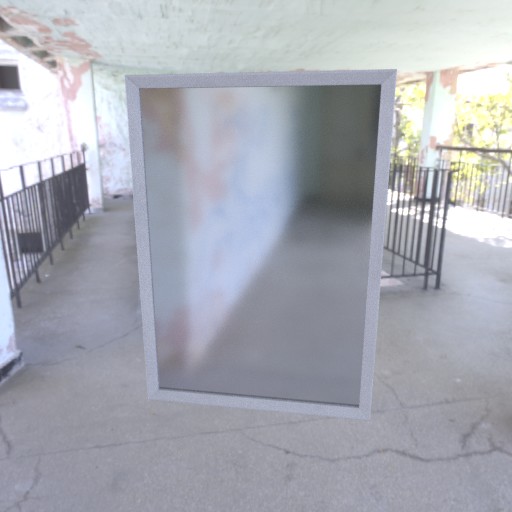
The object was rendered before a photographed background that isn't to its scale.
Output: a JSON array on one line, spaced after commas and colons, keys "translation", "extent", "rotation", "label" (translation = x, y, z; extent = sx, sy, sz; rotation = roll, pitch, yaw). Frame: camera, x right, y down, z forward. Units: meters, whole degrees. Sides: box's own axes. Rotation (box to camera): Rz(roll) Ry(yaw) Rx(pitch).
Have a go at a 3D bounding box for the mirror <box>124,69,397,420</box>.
[{"translation": [0.000, 0.000, 0.926], "extent": [0.507, 0.710, 0.039], "rotation": [2, 15, 9], "label": "mirror"}]
